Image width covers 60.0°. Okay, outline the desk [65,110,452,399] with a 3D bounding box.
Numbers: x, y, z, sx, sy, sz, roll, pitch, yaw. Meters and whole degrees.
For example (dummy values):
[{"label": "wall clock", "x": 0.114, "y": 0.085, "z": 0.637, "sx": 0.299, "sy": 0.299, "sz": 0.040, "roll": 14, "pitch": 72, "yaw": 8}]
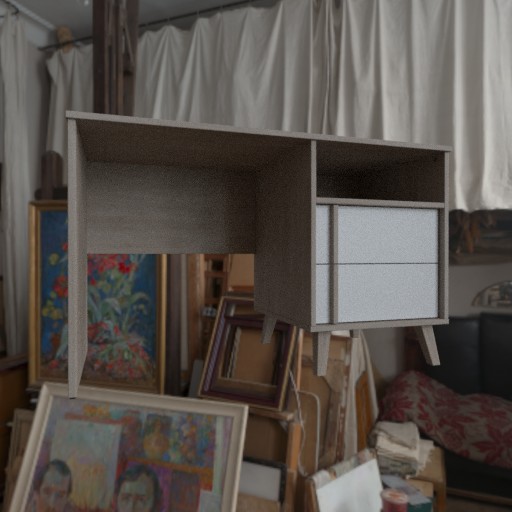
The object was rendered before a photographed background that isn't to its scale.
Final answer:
[{"label": "desk", "x": 0.000, "y": 0.000, "z": 1.647, "sx": 1.251, "sy": 0.770, "sz": 0.600, "roll": 0, "pitch": 0, "yaw": -18}]
